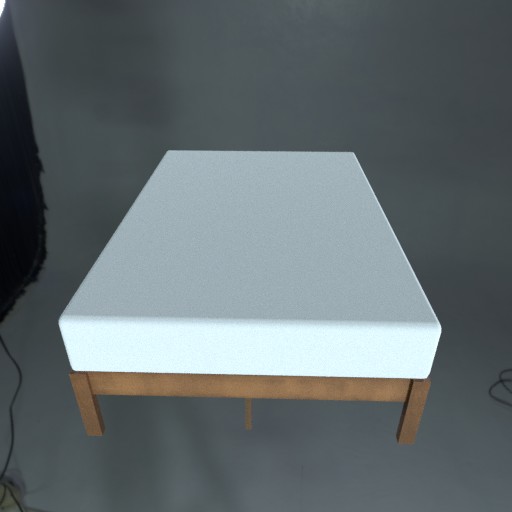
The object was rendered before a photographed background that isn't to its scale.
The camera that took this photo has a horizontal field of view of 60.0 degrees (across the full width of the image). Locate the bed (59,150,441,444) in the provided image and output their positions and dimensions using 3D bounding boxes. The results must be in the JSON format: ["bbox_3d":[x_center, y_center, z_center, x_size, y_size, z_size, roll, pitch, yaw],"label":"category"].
[{"bbox_3d":[0.000,0.000,2.498,1.348,0.616,1.927,1,31,1],"label":"bed"}]
